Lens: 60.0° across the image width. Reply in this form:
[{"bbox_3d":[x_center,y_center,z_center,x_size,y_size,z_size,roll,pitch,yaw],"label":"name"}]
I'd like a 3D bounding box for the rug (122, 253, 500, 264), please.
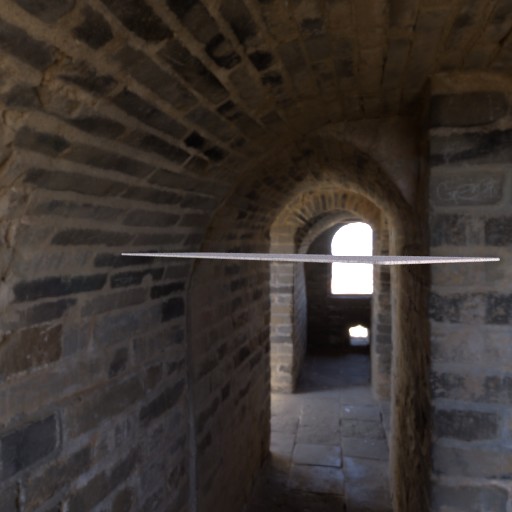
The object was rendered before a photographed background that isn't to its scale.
[{"bbox_3d":[0.000,0.000,2.641,0.775,0.012,2.452,-1,1,-36],"label":"rug"}]
